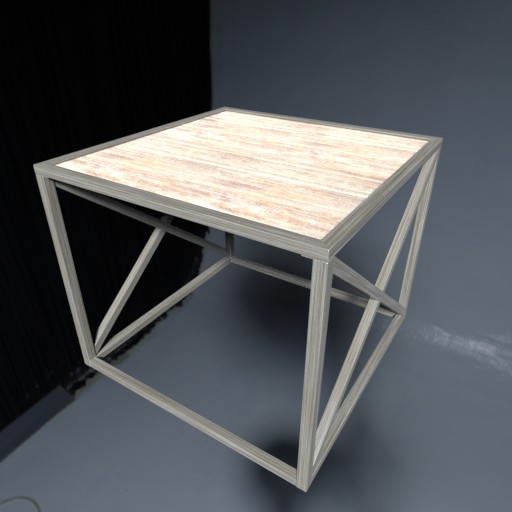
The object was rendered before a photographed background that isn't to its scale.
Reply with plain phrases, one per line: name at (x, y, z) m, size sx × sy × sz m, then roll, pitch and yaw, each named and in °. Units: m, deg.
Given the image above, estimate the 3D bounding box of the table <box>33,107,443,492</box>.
table at (0.000, 0.000, 1.044) m, size 0.609 × 0.507 × 0.611 m, roll 18°, pitch 35°, yaw 28°
